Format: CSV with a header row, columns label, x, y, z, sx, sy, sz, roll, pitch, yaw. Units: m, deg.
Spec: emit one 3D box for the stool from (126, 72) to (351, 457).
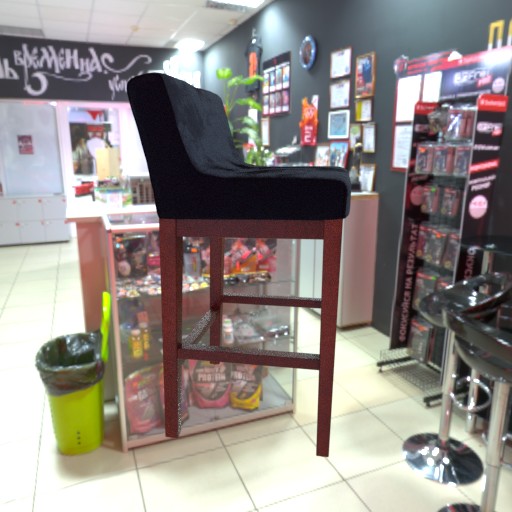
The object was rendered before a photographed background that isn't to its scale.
label,x,y,z,sx,sy,sz,roll,pitch,yaw
stool,0.000,0.000,1.284,0.516,0.945,0.511,3,14,10
